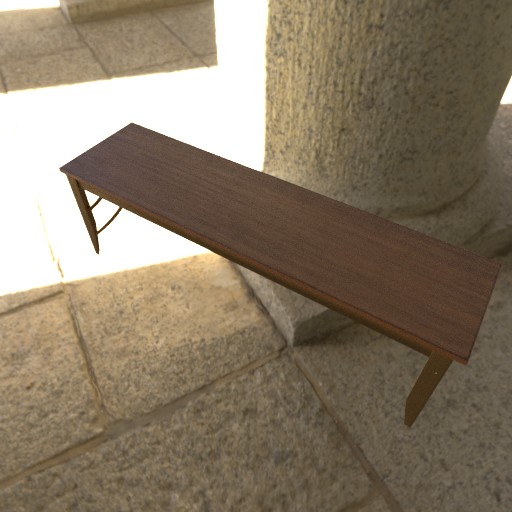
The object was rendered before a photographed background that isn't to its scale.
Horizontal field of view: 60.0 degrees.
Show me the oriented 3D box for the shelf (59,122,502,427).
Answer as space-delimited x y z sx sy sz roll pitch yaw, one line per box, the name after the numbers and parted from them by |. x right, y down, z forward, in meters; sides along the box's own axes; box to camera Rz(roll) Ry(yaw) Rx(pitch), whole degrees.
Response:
0.000 0.000 0.700 0.636 0.190 0.166 25 52 22 | shelf
